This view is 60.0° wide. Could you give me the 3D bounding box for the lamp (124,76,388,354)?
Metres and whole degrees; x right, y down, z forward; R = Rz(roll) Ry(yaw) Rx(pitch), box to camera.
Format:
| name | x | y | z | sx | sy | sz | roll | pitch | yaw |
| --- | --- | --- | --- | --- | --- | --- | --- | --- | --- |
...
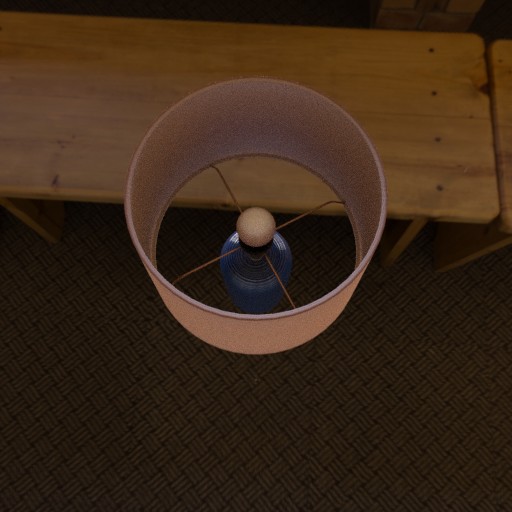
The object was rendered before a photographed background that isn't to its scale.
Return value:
| name | x | y | z | sx | sy | sz | roll | pitch | yaw |
| --- | --- | --- | --- | --- | --- | --- | --- | --- | --- |
| lamp | 0.000 | 0.000 | 0.830 | 0.367 | 0.609 | 0.367 | 0 | 74 | 0 |
